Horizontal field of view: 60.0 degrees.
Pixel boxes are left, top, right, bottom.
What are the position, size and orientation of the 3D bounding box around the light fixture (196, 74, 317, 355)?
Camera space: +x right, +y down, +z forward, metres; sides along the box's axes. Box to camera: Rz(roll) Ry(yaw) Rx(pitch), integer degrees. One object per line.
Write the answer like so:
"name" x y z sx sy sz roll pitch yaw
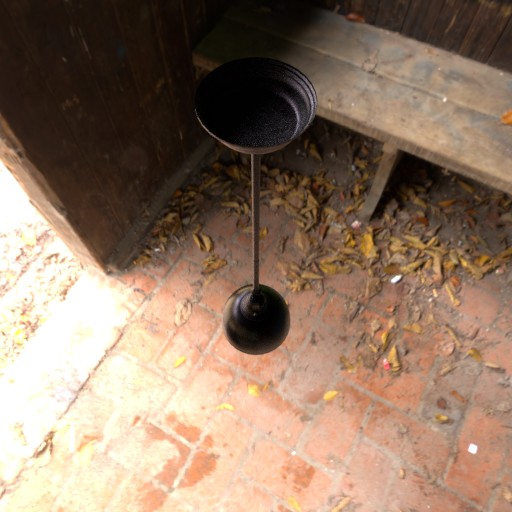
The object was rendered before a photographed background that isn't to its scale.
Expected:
"light fixture" 0.000 0.000 0.834 0.182 0.768 0.182 1 63 0
